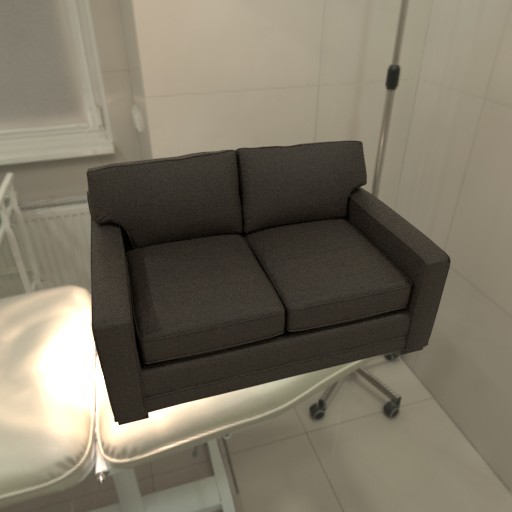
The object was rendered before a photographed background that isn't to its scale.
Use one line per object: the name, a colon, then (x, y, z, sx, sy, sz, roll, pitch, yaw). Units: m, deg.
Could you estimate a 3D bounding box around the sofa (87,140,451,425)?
sofa: (0.000, 0.000, 2.211, 1.534, 0.887, 0.974, -10, 33, -15)
